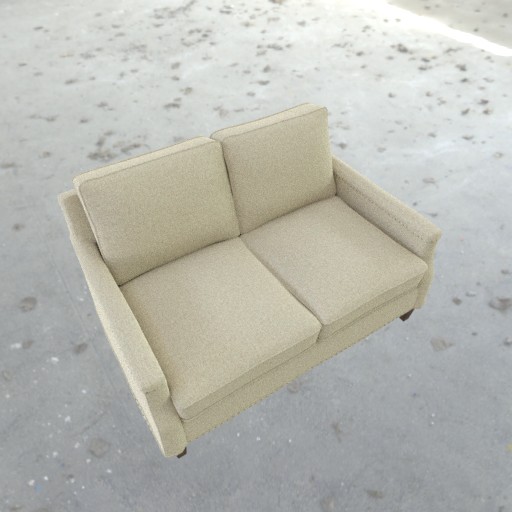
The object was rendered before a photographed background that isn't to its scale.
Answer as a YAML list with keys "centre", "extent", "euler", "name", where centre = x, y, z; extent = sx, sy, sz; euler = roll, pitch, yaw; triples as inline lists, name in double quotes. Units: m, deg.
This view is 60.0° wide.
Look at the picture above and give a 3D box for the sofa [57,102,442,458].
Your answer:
- centre: [0.000, 0.000, 2.250]
  extent: [1.597, 1.003, 1.084]
  euler: [-24, 50, -22]
  name: "sofa"
